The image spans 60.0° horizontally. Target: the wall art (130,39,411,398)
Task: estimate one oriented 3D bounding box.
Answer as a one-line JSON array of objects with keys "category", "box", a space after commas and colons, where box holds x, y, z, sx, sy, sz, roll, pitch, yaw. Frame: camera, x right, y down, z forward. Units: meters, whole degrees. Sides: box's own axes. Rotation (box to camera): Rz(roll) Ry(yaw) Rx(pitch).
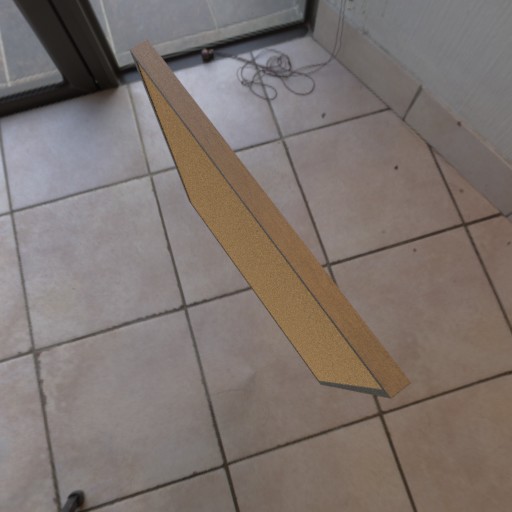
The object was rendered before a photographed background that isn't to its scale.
[{"category": "wall art", "box": [0.000, 0.000, 1.114, 0.039, 0.758, 0.758, -34, 78, -8]}]
